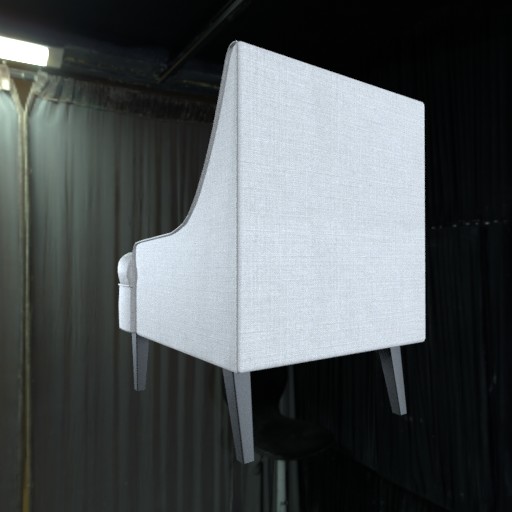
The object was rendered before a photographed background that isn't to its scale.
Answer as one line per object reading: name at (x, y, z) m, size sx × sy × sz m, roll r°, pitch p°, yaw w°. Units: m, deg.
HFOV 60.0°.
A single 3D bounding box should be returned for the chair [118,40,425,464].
chair at (0.000, 0.000, 1.382) m, size 0.658 × 0.891 × 0.772 m, roll 0°, pitch -1°, yaw -35°
